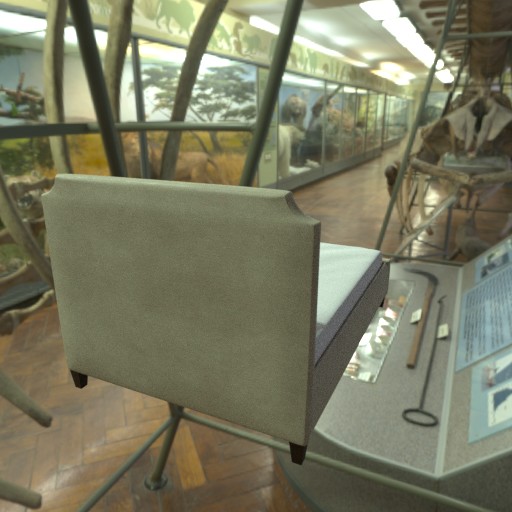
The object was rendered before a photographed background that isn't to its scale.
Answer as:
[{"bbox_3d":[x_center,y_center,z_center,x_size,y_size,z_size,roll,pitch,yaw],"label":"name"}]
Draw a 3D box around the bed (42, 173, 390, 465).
[{"bbox_3d":[0.000,0.000,3.419,1.712,1.443,2.372,8,19,25],"label":"bed"}]
